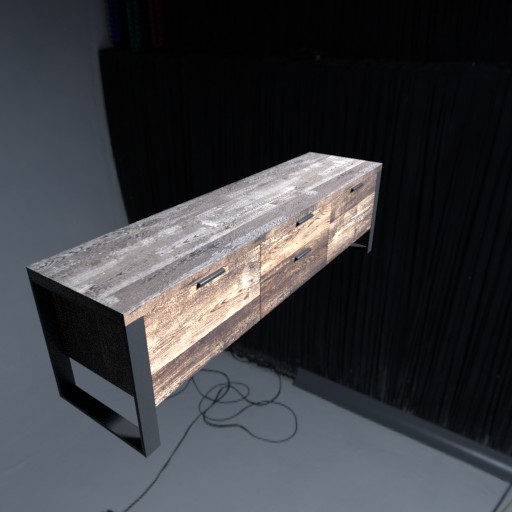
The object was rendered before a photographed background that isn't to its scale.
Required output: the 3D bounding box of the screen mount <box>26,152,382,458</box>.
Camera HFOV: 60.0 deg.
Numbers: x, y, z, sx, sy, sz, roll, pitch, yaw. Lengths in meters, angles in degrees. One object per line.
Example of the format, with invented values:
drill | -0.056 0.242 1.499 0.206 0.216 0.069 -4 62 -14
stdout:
screen mount | 0.000 0.000 1.711 0.395 0.450 1.524 17 31 31
